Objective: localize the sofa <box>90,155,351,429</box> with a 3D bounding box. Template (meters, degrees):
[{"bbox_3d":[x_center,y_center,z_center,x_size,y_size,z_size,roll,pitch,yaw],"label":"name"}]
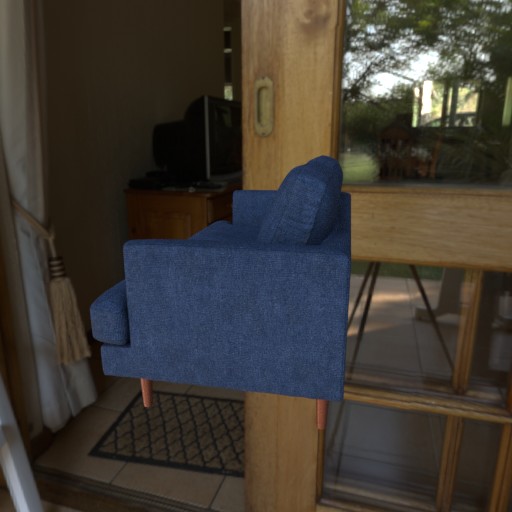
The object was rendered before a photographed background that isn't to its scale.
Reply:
[{"bbox_3d":[0.000,0.000,2.198,0.903,0.944,1.582,3,15,11],"label":"sofa"}]
